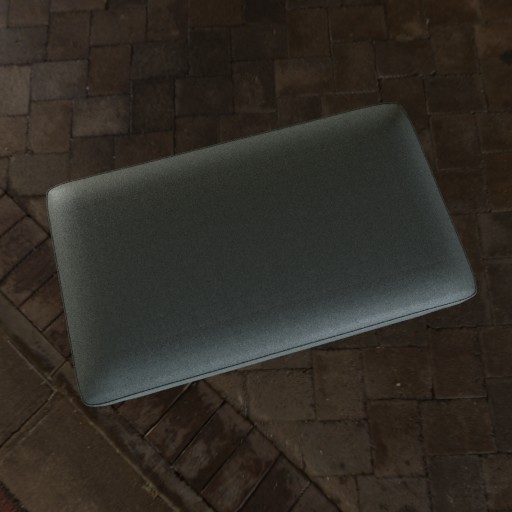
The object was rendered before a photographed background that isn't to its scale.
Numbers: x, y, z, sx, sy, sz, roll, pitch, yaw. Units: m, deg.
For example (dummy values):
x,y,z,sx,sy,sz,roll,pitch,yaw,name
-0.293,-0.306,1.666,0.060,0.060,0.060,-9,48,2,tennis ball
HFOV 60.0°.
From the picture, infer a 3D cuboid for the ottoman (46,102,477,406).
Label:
x,y,z,sx,sy,sz,roll,pitch,yaw,name
0.000,0.000,1.505,1.173,0.494,0.681,-15,76,-4,ottoman
